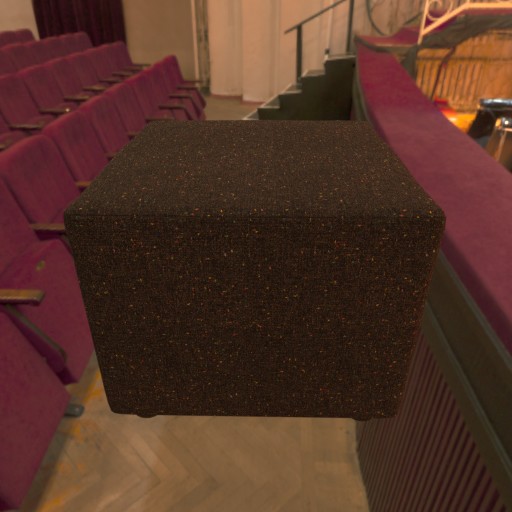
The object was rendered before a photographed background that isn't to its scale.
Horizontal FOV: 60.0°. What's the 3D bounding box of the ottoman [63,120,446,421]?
[{"bbox_3d":[0.000,0.000,0.868,0.508,0.432,0.508,1,30,1],"label":"ottoman"}]
